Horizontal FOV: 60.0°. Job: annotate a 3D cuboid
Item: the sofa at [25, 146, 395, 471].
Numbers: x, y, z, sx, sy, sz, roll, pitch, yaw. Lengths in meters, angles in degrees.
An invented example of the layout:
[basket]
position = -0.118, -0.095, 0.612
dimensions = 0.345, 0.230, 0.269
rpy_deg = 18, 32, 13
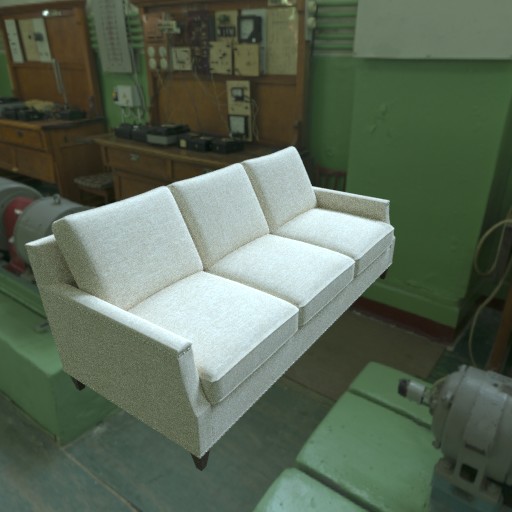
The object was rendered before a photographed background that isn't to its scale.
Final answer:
[sofa]
position = 0.000, 0.000, 2.714
dimensions = 1.041, 0.940, 2.210
rpy_deg = 17, 30, 32
